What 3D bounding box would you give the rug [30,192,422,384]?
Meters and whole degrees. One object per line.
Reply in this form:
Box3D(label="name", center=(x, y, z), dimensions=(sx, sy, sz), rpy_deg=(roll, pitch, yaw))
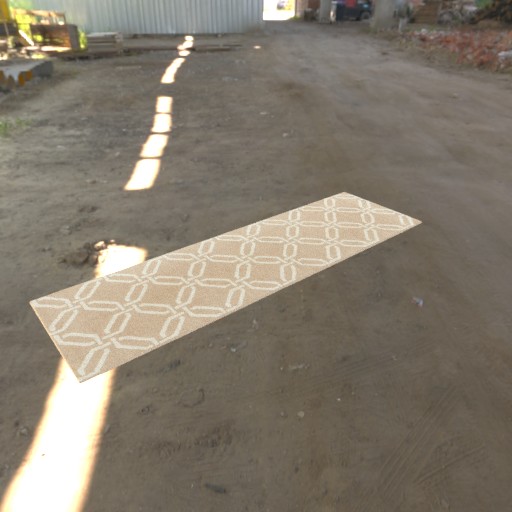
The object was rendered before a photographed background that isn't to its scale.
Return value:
Box3D(label="rug", center=(0.000, 0.000, 2.537), dimensions=(2.276, 0.014, 0.678), rpy_deg=(-22, 36, -33))
